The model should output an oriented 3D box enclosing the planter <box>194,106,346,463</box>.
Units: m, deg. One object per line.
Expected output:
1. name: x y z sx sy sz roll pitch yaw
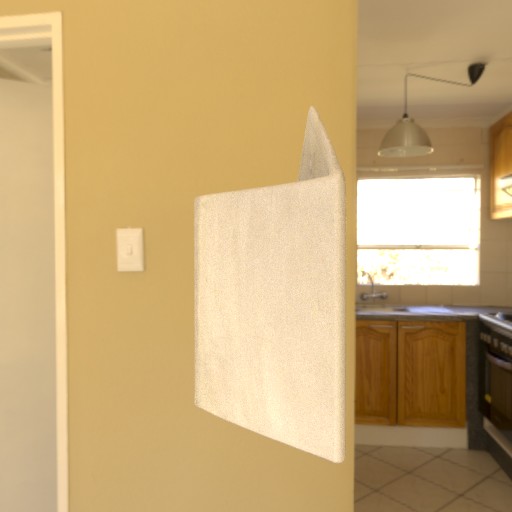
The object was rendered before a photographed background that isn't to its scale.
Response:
1. planter: 0.000 0.000 0.287 0.080 0.194 0.163 0 1 -3
